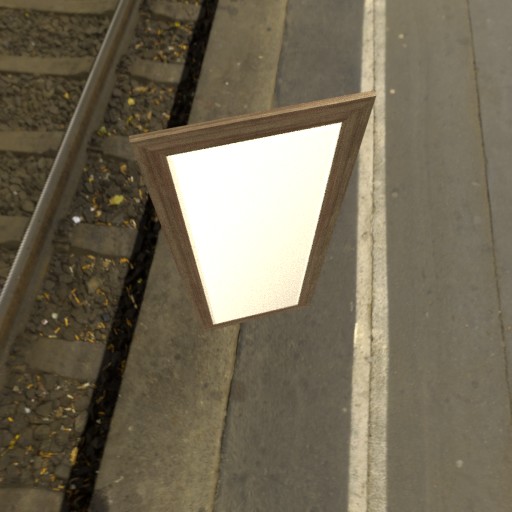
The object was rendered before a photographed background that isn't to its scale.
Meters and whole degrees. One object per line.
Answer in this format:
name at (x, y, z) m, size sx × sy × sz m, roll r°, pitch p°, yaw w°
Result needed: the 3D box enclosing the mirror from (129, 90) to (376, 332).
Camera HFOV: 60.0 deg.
mirror at (0.000, 0.000, 2.333) m, size 0.812 × 2.032 × 0.025 m, roll -13°, pitch 64°, yaw -6°
